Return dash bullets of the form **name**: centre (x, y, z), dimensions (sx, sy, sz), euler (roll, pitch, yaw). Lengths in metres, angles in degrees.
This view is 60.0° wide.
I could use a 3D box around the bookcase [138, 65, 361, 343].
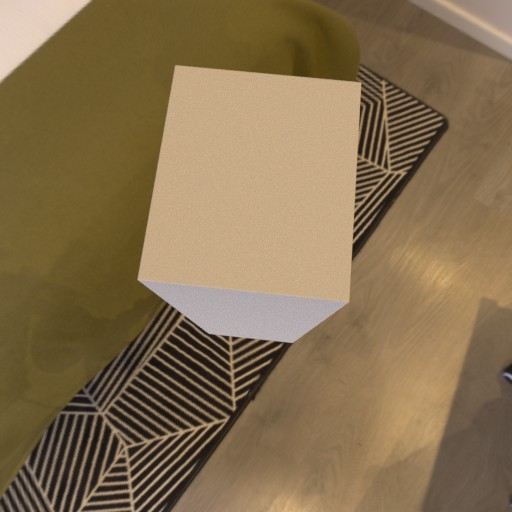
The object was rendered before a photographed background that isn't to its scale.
- **bookcase**: centre (0.000, 0.000, 1.256), dimensions (0.330, 1.080, 0.390), euler (6, 76, 2)
